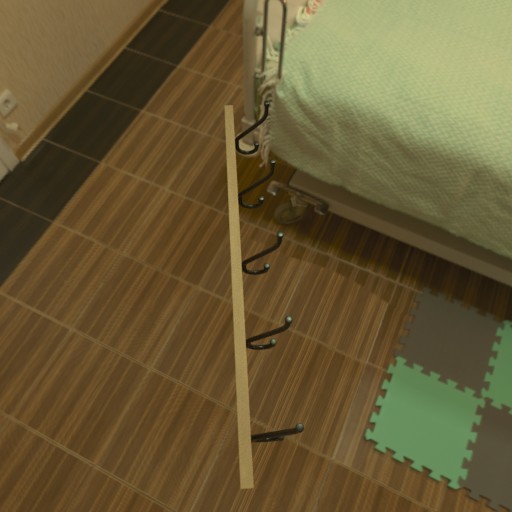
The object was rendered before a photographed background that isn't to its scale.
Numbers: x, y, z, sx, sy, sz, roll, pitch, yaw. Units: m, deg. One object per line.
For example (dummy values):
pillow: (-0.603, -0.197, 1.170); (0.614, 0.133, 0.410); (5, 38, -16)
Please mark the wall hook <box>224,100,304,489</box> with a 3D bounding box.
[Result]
wall hook: (0.000, 0.000, 0.618); (0.071, 0.117, 0.571); (-3, 63, -2)
